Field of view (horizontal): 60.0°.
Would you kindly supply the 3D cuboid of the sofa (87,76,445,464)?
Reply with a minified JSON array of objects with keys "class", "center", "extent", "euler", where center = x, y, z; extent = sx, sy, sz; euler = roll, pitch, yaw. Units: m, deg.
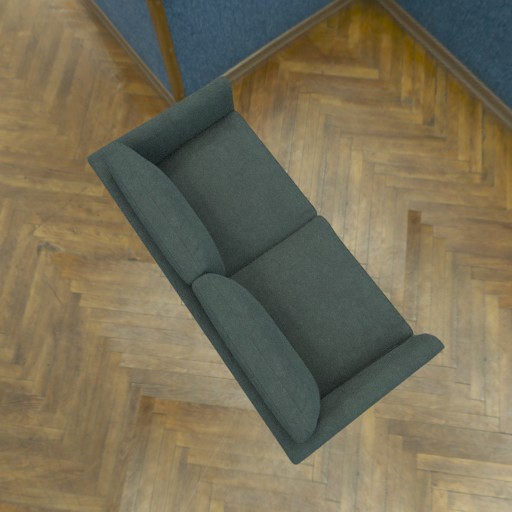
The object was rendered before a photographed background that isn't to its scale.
[{"class":"sofa","center":[0.000,0.000,2.890],"extent":[1.092,0.838,2.257],"euler":[-35,77,-9]}]
